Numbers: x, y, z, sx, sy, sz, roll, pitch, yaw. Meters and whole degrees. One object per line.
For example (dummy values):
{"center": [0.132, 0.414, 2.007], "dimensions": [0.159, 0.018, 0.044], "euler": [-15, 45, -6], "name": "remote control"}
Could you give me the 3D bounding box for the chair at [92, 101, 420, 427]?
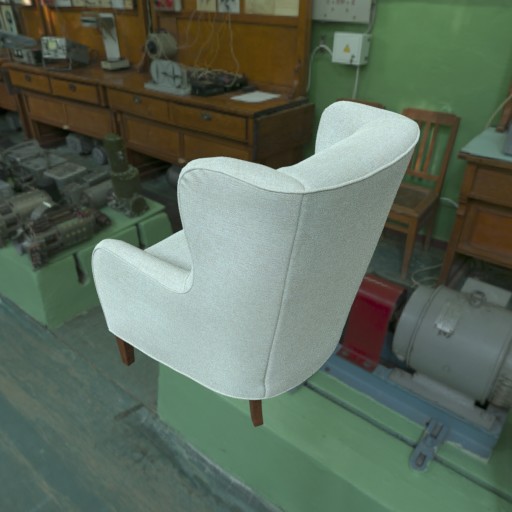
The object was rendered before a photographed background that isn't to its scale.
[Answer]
{"center": [0.000, 0.000, 1.682], "dimensions": [0.966, 1.040, 0.838], "euler": [22, 38, 31], "name": "chair"}
